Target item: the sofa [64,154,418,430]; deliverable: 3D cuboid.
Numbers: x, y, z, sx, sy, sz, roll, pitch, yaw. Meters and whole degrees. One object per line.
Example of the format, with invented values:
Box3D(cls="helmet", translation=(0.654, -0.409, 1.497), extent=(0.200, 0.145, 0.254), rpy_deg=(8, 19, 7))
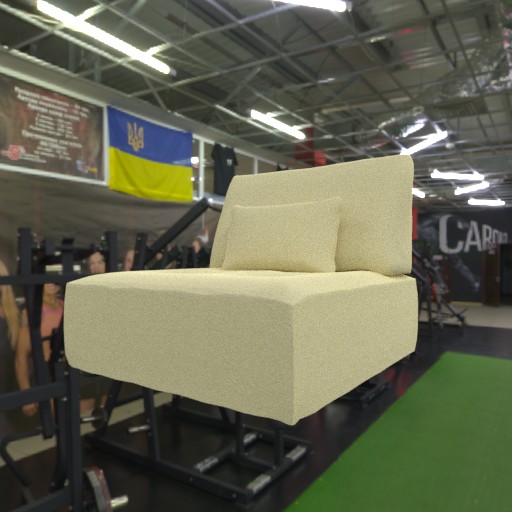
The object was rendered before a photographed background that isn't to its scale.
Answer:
Box3D(cls="sofa", translation=(0.000, 0.000, 1.669), extent=(0.930, 0.820, 1.000), rpy_deg=(0, 0, 35))
